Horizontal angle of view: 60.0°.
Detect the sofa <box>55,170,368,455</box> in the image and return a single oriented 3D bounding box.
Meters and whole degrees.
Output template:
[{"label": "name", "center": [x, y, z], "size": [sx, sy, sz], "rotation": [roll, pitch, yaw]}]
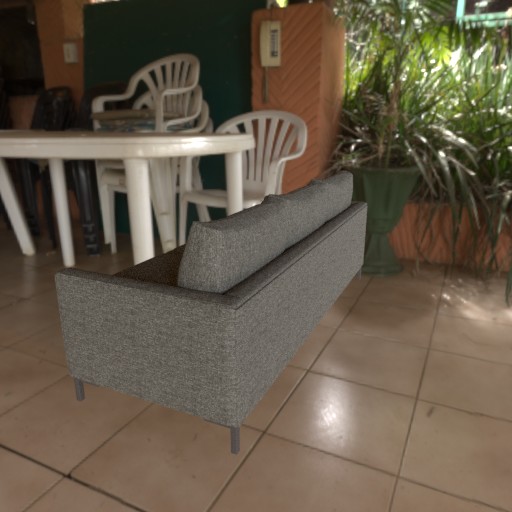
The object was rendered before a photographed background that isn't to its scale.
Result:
[{"label": "sofa", "center": [0.000, 0.000, 2.680], "size": [0.876, 0.879, 2.253], "rotation": [8, 18, 24]}]
